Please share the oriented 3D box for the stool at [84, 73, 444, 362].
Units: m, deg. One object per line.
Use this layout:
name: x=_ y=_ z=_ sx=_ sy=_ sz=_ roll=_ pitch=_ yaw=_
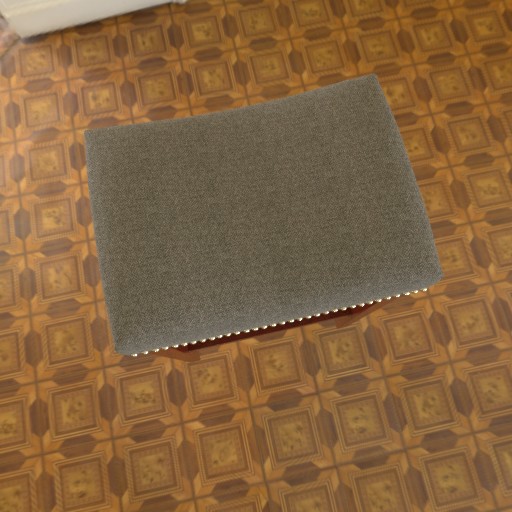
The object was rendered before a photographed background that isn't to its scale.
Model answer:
stool: x=0.000 y=0.000 z=1.012 sx=0.504 sy=0.742 sz=0.372 roll=-12 pitch=76 yaw=-3
